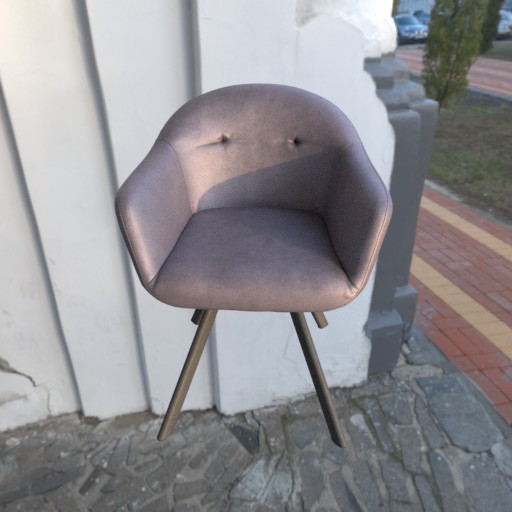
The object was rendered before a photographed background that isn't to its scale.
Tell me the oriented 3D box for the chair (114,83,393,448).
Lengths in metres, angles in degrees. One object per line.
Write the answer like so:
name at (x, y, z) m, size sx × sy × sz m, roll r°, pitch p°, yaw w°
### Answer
chair at (0.000, 0.000, 1.161) m, size 0.567 × 0.781 × 0.544 m, roll 1°, pitch 29°, yaw 2°
